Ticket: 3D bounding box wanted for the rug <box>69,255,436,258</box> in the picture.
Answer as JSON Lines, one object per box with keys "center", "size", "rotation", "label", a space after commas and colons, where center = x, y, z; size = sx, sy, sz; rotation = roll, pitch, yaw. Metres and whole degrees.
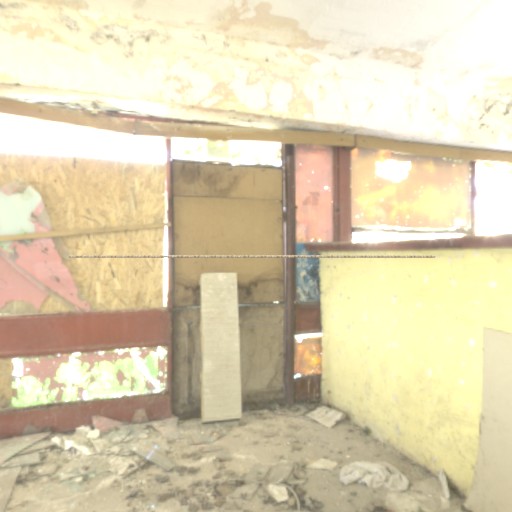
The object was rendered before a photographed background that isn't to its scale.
{"center": [0.000, 0.000, 3.078], "size": [1.549, 0.010, 2.464], "rotation": [0, 0, 1], "label": "rug"}
